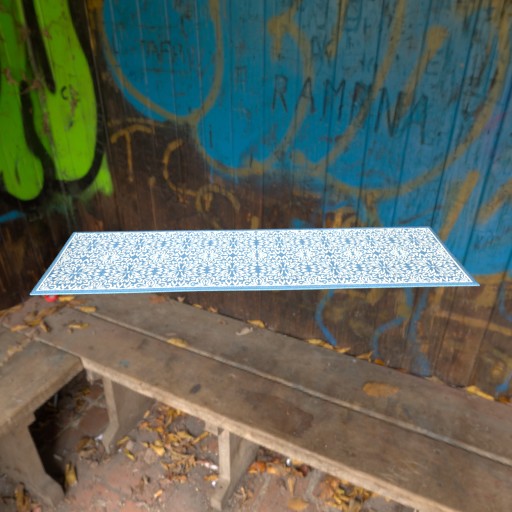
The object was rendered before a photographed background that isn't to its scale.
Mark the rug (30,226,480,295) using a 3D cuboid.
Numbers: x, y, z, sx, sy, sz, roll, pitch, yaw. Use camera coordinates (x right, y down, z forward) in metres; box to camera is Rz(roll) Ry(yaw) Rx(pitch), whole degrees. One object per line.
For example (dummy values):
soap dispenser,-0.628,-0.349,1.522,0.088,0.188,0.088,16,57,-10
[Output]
rug,0.000,0.000,2.445,2.196,0.011,0.662,-1,30,-2
